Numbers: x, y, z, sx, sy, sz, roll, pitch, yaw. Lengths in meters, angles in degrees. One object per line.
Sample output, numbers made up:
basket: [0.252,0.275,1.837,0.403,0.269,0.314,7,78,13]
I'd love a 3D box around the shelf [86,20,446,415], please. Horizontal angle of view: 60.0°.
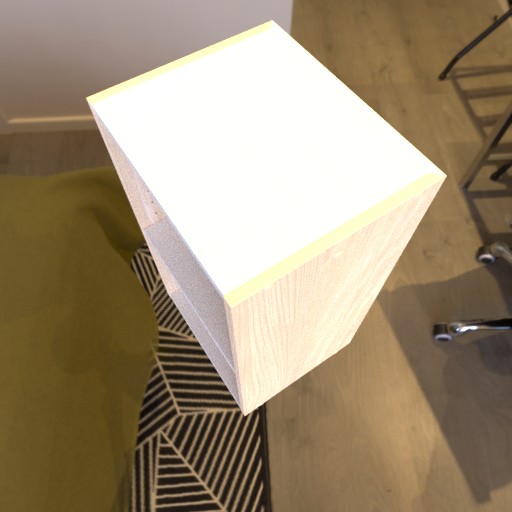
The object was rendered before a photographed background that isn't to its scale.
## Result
shelf: [0.000,0.000,0.796,0.290,0.600,0.350,-30,65,-16]
